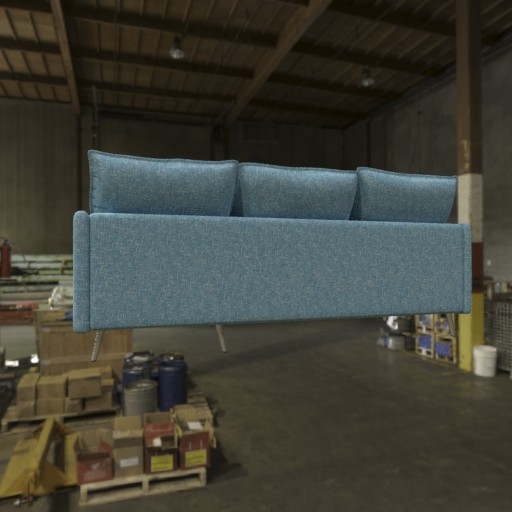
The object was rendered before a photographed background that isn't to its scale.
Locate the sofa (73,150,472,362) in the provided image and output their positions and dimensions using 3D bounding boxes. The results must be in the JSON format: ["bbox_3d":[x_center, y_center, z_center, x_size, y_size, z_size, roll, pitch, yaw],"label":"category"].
[{"bbox_3d":[0.000,0.000,2.777,2.034,0.899,1.420,0,0,-19],"label":"sofa"}]
